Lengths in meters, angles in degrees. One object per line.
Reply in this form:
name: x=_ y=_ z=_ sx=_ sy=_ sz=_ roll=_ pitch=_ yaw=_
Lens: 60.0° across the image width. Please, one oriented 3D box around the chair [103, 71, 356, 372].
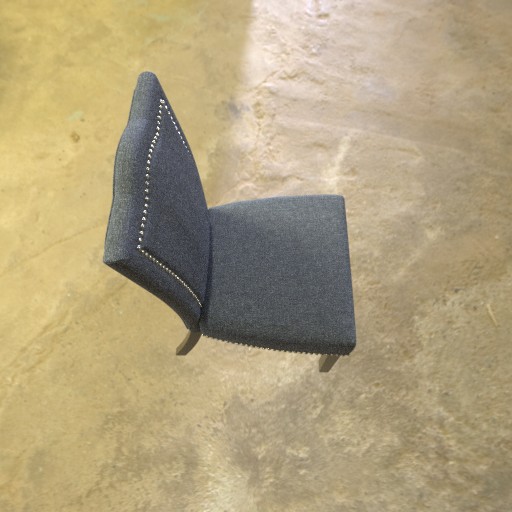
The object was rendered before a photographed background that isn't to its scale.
chair: x=0.000 y=0.000 z=1.310 sx=0.589 sy=0.946 sz=0.518 roll=1 pitch=63 yaw=0
